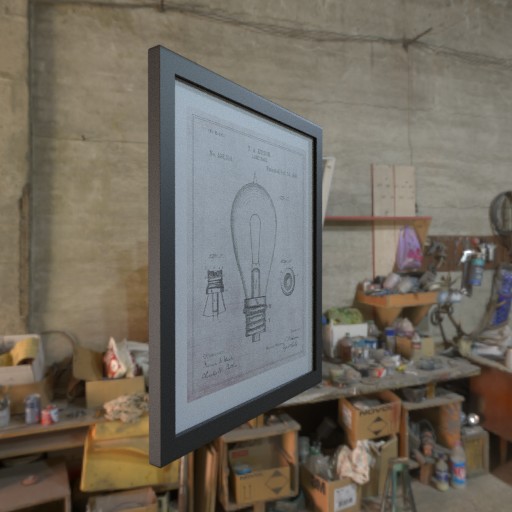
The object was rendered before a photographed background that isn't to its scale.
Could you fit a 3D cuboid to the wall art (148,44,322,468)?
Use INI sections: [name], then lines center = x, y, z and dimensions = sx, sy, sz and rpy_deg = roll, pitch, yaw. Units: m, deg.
[wall art]
center = 0.000, 0.000, 0.714
dimensions = 0.021, 0.509, 0.430
rpy_deg = 0, 1, 35
